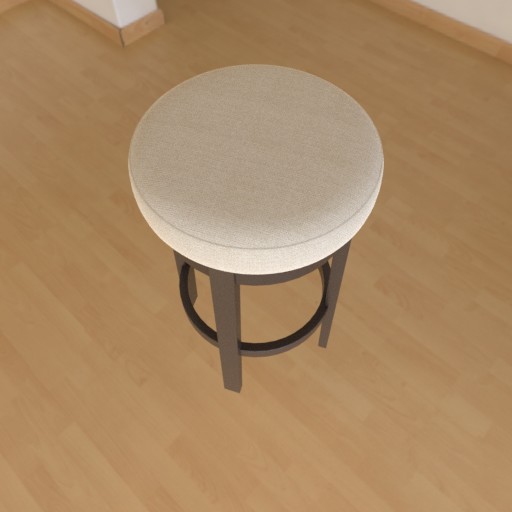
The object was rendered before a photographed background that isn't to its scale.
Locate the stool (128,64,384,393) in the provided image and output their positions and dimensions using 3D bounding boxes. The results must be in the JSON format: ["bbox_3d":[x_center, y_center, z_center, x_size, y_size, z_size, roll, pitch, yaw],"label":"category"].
[{"bbox_3d":[0.000,0.000,1.033,0.446,0.758,0.446,0,58,0],"label":"stool"}]
